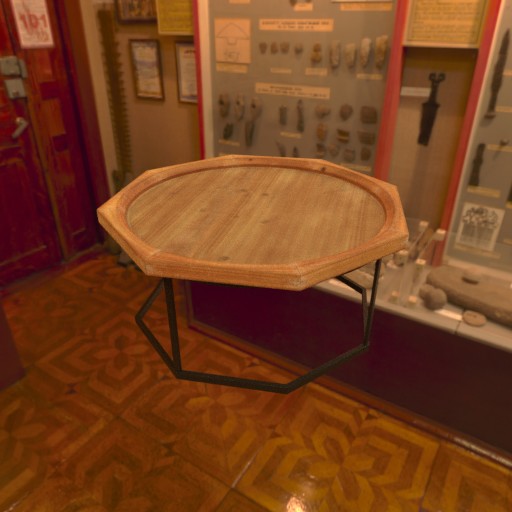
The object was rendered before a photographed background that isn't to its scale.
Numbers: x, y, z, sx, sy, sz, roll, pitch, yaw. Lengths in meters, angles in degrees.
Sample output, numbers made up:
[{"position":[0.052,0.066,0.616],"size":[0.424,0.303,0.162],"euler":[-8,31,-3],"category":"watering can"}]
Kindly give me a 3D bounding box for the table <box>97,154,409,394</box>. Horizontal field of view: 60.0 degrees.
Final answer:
[{"position":[0.000,0.000,1.560],"size":[1.002,0.444,1.002],"euler":[0,29,0],"category":"table"}]
